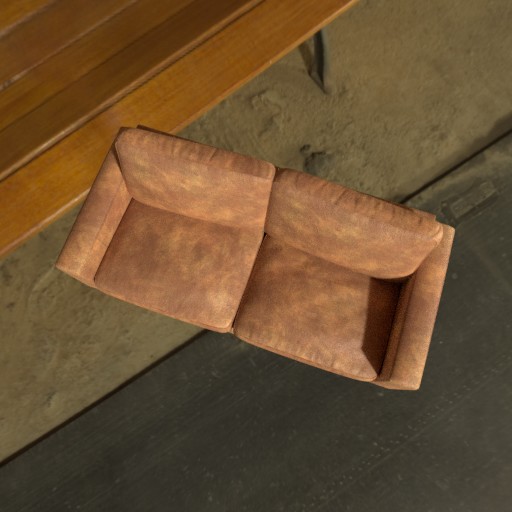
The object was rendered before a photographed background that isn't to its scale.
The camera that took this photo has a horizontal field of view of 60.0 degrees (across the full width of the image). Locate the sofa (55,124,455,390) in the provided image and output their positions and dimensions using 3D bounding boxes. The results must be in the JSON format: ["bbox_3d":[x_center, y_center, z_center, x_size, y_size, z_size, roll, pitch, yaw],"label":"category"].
[{"bbox_3d":[0.000,0.000,2.721,2.179,0.873,1.016,18,75,5],"label":"sofa"}]
